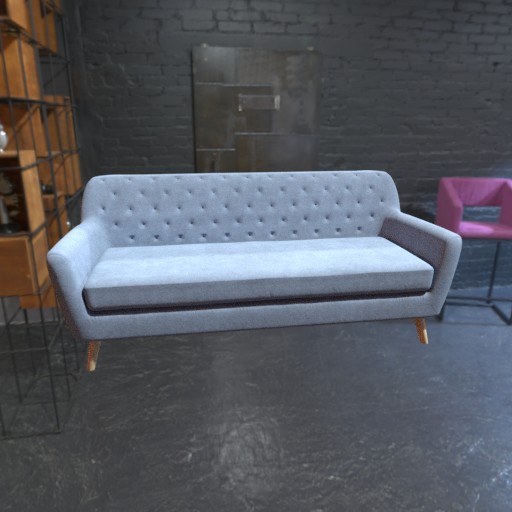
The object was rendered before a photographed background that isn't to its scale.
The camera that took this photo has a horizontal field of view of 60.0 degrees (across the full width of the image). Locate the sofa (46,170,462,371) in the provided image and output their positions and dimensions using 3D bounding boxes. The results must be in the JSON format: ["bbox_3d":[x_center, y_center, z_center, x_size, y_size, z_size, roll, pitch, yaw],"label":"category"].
[{"bbox_3d":[0.000,0.000,2.456,1.970,0.830,0.830,-3,17,-9],"label":"sofa"}]
